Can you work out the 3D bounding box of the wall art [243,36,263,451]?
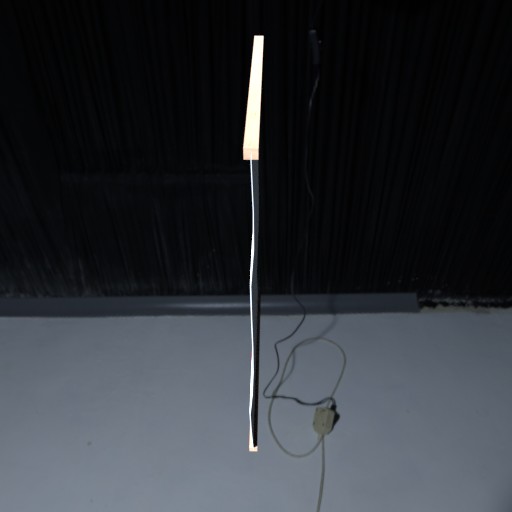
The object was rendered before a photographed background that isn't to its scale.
[{"bbox_3d":[0.000,0.000,0.645,0.012,0.508,0.332,1,40,1],"label":"wall art"}]
